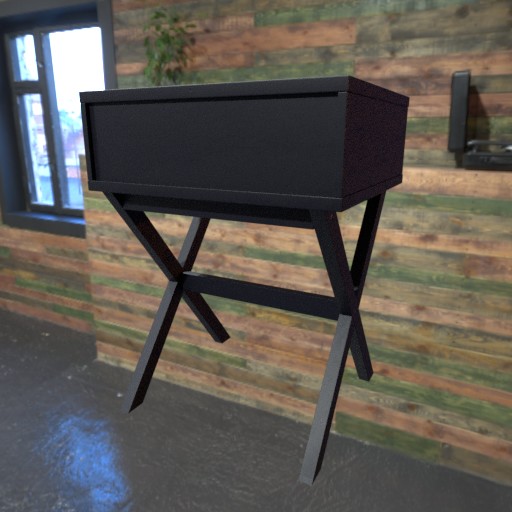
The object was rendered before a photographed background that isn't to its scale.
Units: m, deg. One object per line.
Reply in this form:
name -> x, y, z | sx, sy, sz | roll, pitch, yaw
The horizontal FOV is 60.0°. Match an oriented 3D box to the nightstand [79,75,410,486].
nightstand -> 0.000, 0.000, 0.907 | 0.479, 0.623, 0.402 | 8, 18, 27
